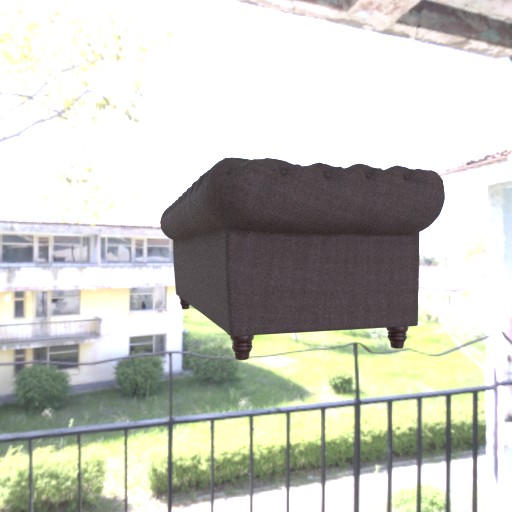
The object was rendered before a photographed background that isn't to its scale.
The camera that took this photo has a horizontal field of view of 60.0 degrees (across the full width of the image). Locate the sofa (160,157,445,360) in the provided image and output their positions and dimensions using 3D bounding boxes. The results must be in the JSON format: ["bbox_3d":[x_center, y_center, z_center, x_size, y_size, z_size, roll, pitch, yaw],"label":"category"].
[{"bbox_3d":[0.000,0.000,2.549,0.944,0.780,2.048,0,1,-17],"label":"sofa"}]
